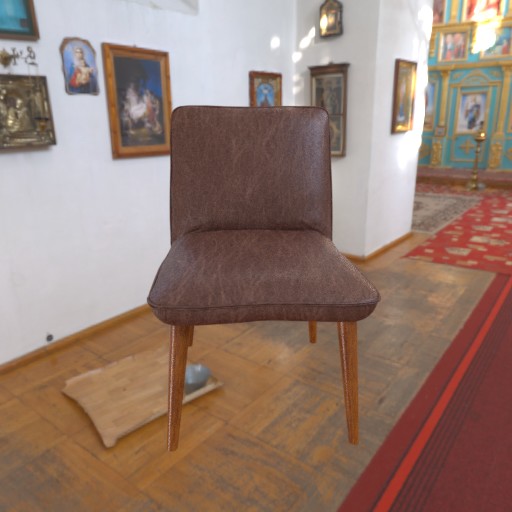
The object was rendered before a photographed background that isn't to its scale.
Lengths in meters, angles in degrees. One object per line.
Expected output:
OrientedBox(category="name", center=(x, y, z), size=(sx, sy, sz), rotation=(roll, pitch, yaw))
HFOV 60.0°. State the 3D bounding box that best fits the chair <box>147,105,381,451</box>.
OrientedBox(category="chair", center=(0.000, 0.000, 1.210), size=(0.543, 0.803, 0.645), rotation=(-2, 16, -8))
